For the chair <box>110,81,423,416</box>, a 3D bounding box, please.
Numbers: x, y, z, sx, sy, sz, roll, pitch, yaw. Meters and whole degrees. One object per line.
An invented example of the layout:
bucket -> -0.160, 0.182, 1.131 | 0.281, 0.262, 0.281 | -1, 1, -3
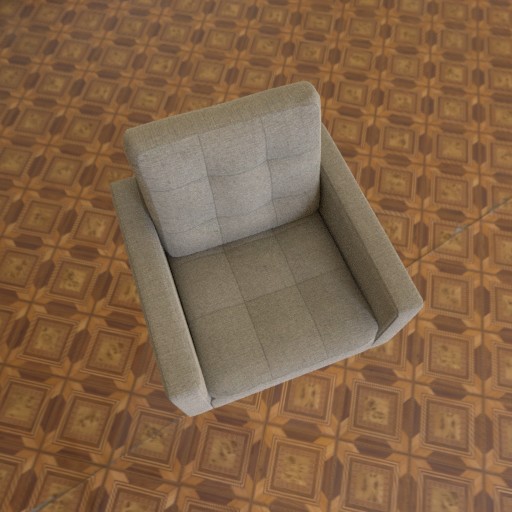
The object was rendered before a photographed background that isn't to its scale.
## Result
chair -> 0.000, 0.000, 1.563 | 0.821, 0.880, 0.843 | -18, 66, -9
